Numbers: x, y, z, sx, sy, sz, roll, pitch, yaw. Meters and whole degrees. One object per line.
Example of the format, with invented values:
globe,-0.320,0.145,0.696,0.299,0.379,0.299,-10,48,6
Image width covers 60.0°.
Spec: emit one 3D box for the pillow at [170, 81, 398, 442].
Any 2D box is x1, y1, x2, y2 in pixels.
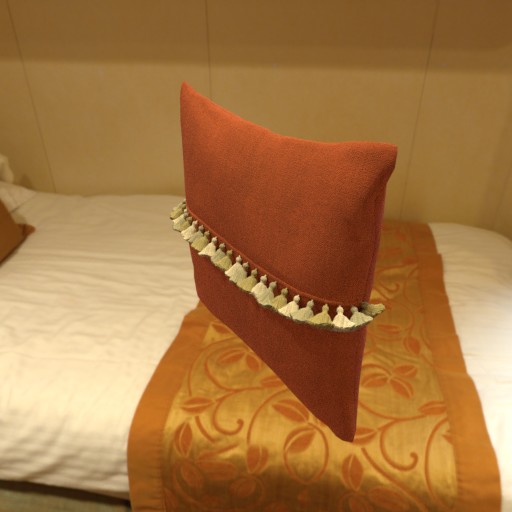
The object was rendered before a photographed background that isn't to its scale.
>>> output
pillow,0.000,0.000,0.736,0.165,0.482,0.490,-21,37,-30
